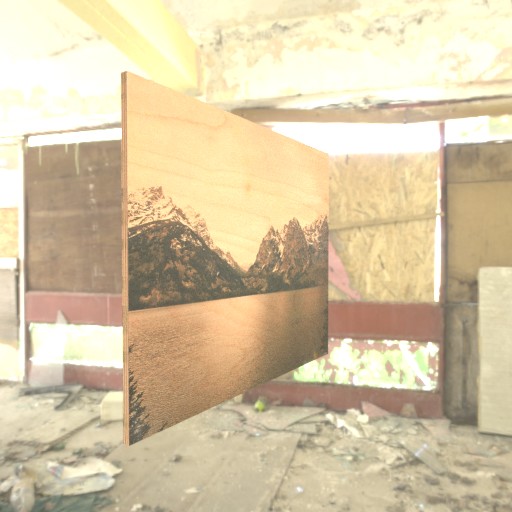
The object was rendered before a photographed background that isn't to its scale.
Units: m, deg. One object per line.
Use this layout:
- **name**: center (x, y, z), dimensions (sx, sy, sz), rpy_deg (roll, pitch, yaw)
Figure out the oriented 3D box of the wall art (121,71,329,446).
- **wall art**: center (0.000, 0.000, 0.694), dimensions (0.010, 0.408, 0.508), rpy_deg (1, 1, 34)
